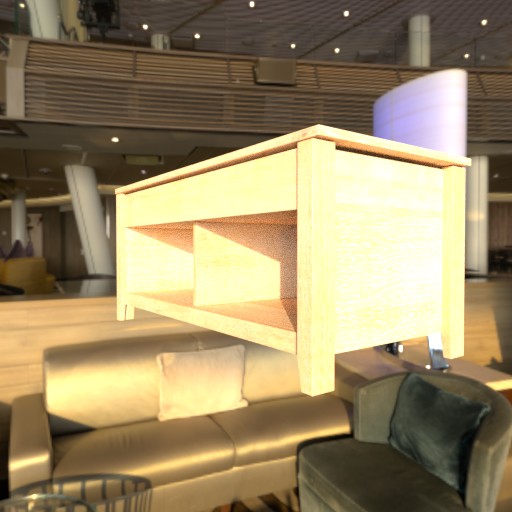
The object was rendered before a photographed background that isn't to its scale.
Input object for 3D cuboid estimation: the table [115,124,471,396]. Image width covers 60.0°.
[{"bbox_3d":[0.000,0.000,1.290,0.483,0.457,1.016,-1,1,-36],"label":"table"}]
